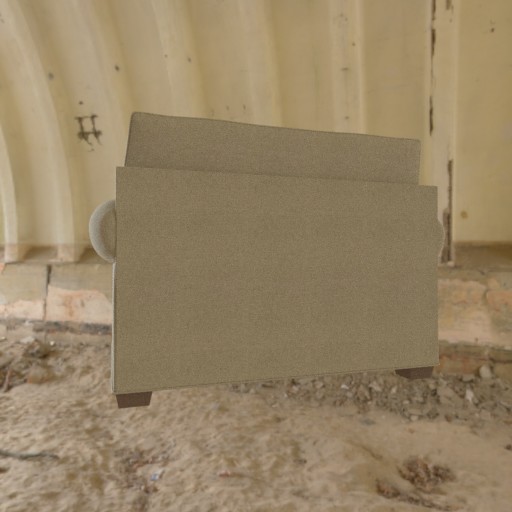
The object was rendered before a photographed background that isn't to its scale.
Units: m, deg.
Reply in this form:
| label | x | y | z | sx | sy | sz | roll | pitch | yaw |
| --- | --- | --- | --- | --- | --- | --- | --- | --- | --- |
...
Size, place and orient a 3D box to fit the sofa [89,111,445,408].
| label | x | y | z | sx | sy | sz | roll | pitch | yaw |
| --- | --- | --- | --- | --- | --- | --- | --- | --- | --- |
| sofa | 0.000 | 0.000 | 2.022 | 1.405 | 0.991 | 0.936 | 0 | -1 | -18 |
